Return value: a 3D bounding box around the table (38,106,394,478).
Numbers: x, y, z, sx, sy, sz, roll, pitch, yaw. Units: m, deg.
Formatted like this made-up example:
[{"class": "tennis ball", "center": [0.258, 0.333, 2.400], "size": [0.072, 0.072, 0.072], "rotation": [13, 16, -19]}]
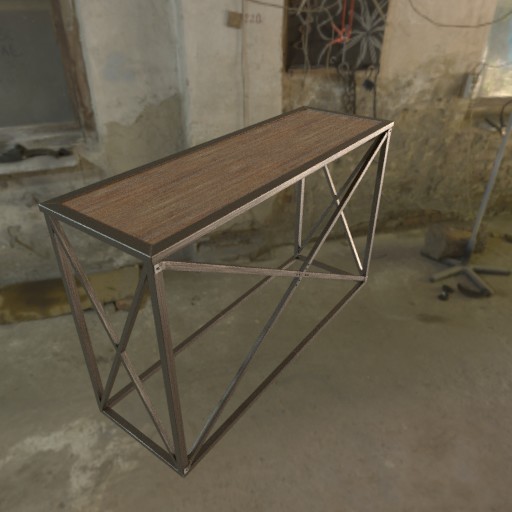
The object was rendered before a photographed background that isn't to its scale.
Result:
[{"class": "table", "center": [0.000, 0.000, 1.575], "size": [0.402, 0.753, 1.216], "rotation": [22, 38, 31]}]
